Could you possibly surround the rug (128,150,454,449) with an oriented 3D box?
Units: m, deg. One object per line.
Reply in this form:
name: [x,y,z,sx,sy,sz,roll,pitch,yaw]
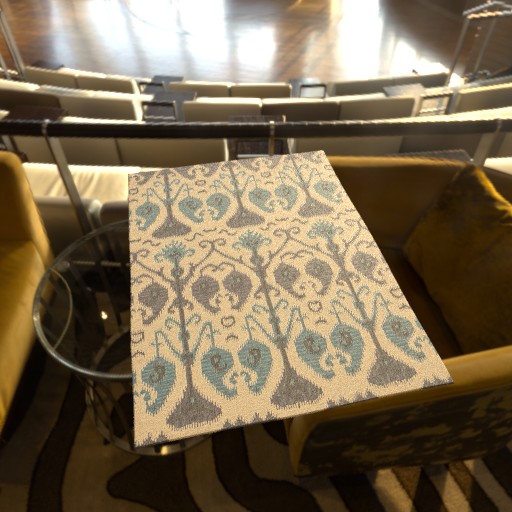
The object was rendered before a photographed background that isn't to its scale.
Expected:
rug: [0.000,0.000,2.993,1.676,0.013,2.261,-9,47,-8]
